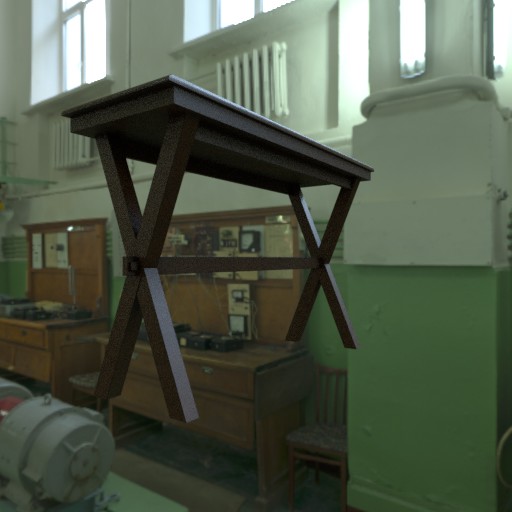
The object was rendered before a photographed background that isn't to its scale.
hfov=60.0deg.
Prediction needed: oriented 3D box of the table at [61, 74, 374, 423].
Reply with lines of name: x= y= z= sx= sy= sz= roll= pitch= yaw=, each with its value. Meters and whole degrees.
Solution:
table: x=0.000 y=0.000 z=1.530 sx=0.399 sy=0.763 sz=1.197 roll=0 pitch=0 yaw=35
